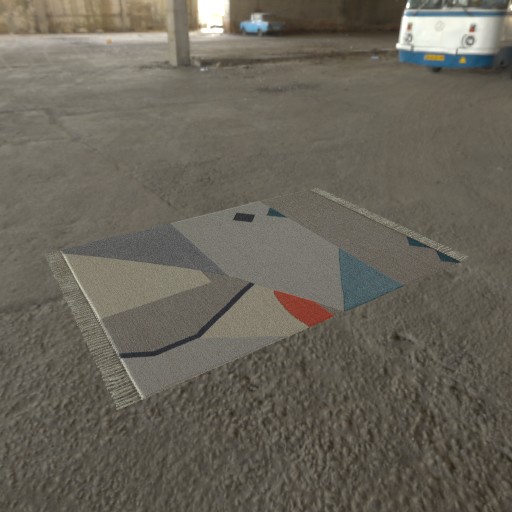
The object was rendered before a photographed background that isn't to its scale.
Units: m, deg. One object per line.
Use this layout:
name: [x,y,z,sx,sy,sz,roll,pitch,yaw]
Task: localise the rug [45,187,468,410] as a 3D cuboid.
rug: [0.000,0.000,2.279,1.828,0.005,1.220,-17,34,-28]
